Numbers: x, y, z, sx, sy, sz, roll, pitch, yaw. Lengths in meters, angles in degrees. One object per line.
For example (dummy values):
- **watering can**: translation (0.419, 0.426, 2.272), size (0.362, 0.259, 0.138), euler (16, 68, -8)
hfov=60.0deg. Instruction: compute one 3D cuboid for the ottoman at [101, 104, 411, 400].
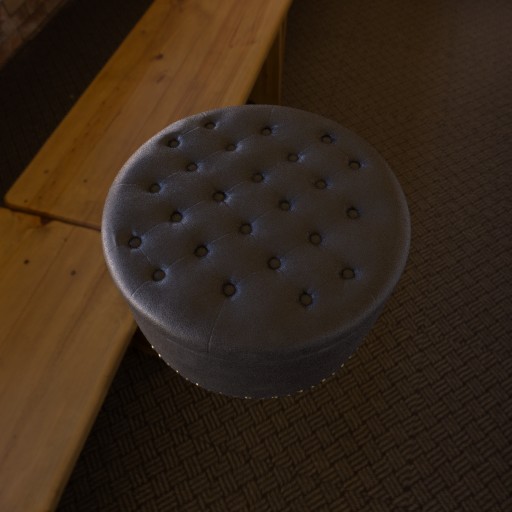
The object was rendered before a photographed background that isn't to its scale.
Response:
- **ottoman**: translation (0.000, 0.000, 1.081), size (0.637, 0.442, 0.637), euler (0, 58, 0)
